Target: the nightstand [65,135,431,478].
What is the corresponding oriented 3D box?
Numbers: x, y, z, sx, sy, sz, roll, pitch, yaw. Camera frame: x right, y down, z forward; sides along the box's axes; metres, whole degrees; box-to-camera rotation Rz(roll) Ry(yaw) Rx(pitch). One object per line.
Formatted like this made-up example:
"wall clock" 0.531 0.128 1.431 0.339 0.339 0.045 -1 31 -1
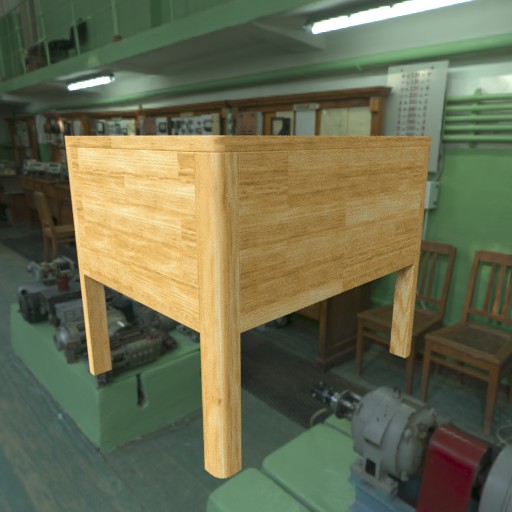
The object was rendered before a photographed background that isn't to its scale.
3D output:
"nightstand" 0.000 0.000 0.900 0.560 0.470 0.440 -14 20 -42
